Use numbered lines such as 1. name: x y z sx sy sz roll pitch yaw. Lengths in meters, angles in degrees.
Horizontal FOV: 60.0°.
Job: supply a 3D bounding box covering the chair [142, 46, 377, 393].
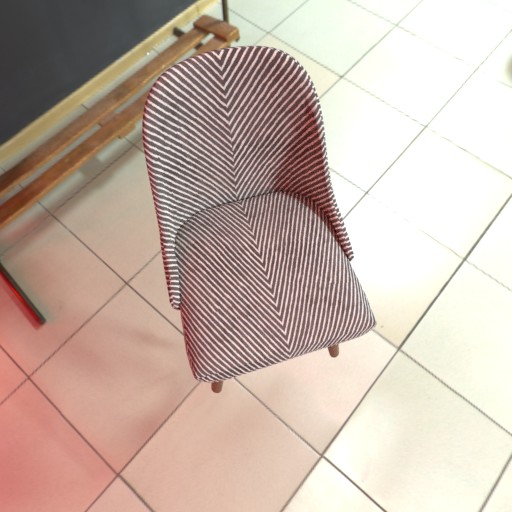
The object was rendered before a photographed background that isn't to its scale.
1. chair: 0.000 0.000 1.223 0.504 0.883 0.591 -15 67 -7
